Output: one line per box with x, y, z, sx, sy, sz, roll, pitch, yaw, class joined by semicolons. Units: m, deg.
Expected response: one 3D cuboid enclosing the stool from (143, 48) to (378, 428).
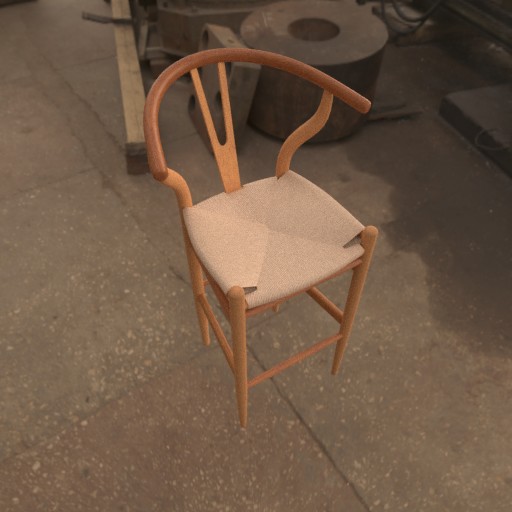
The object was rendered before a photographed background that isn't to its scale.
0.000;0.000;1.386;0.574;1.068;0.561;-23;51;-20;stool
